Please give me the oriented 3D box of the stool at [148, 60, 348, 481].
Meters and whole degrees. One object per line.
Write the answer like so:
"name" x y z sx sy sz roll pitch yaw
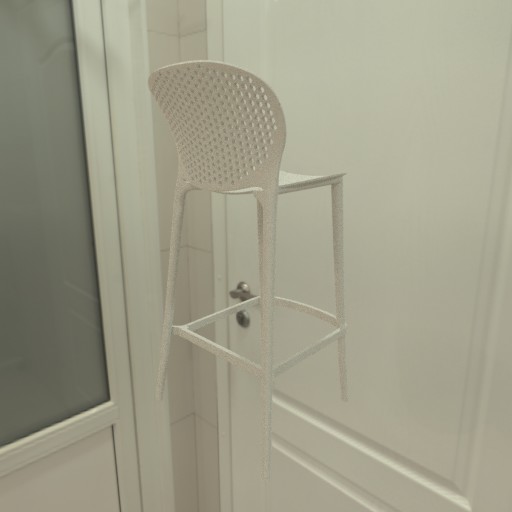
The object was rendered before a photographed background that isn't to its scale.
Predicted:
"stool" 0.000 0.000 1.363 0.535 1.045 0.536 -14 20 -43
